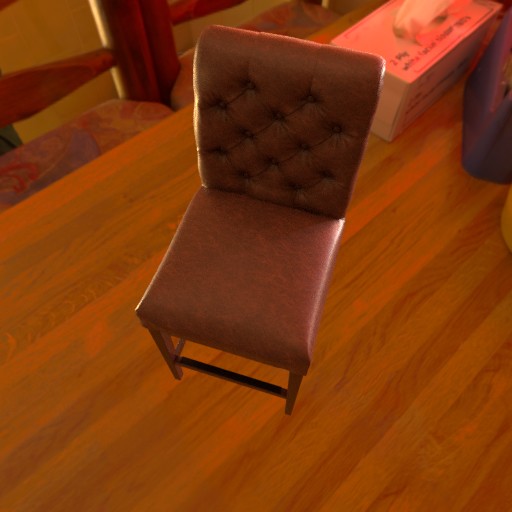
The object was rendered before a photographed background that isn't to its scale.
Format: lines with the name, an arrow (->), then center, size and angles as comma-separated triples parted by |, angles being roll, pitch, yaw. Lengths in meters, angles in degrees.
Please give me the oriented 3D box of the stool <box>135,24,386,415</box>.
stool -> 0.000, 0.000, 1.380 | 0.486, 1.084, 0.660 | 15, 60, 9
